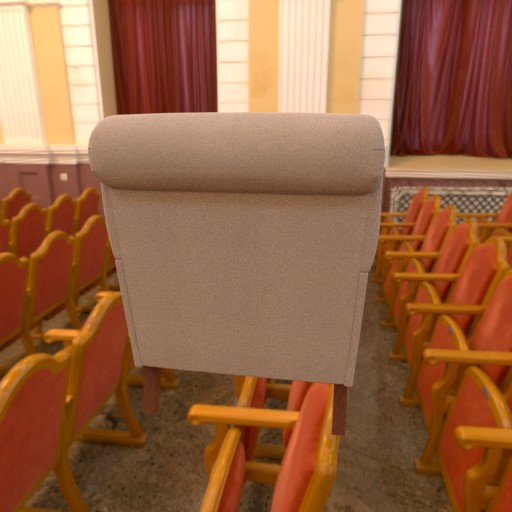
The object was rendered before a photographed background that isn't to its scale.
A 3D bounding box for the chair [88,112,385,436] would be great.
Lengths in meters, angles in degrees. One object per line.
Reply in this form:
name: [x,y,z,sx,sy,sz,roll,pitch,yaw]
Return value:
chair: [0.000,0.000,1.548,0.766,0.942,0.842,3,17,9]
